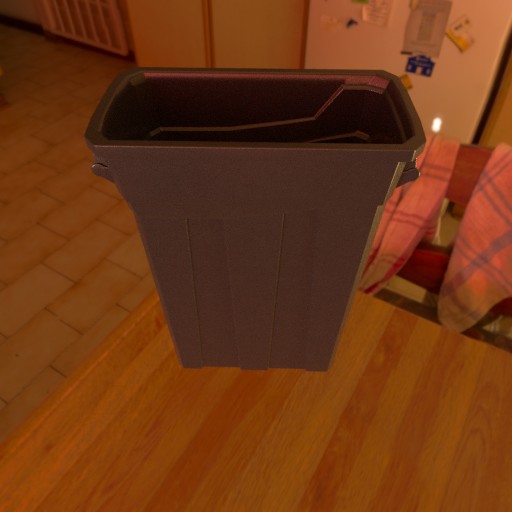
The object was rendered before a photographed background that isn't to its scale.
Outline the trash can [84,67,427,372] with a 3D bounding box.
[{"bbox_3d":[0.000,0.000,1.039,0.559,0.762,0.281,1,46,1],"label":"trash can"}]
